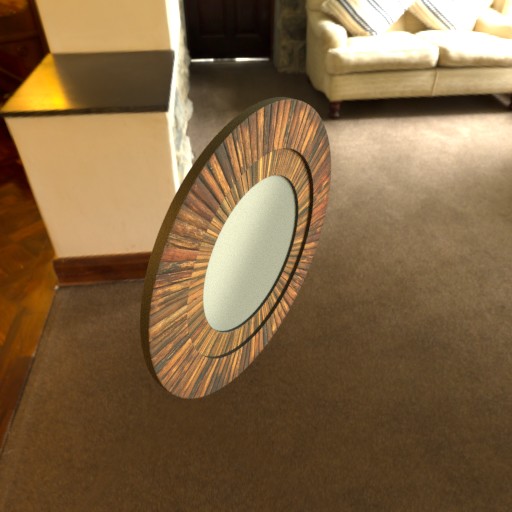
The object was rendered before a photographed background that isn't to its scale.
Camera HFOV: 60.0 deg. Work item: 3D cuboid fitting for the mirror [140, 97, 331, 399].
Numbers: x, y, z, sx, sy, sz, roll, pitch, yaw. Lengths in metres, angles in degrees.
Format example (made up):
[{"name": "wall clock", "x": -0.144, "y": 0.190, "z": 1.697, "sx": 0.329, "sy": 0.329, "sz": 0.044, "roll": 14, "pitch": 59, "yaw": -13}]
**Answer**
[{"name": "mirror", "x": 0.000, "y": 0.000, "z": 1.573, "sx": 0.036, "sy": 1.077, "sz": 1.077, "roll": 23, "pitch": 45, "yaw": 26}]
